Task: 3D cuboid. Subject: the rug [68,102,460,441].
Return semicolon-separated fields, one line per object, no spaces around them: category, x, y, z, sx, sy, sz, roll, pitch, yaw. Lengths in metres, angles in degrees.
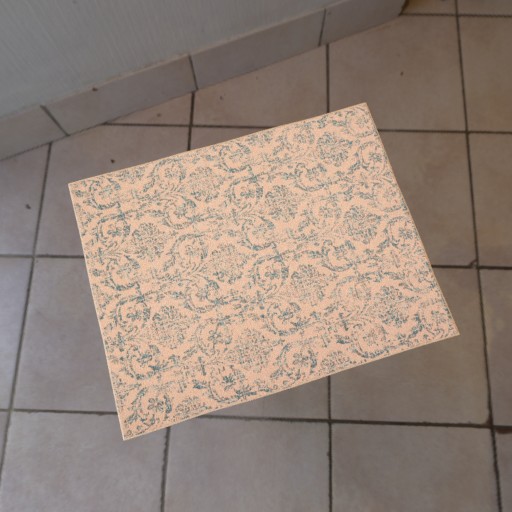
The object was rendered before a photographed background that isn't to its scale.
rug;0.000;0.000;4.006;2.980;0.012;2.363;-16;77;-4
